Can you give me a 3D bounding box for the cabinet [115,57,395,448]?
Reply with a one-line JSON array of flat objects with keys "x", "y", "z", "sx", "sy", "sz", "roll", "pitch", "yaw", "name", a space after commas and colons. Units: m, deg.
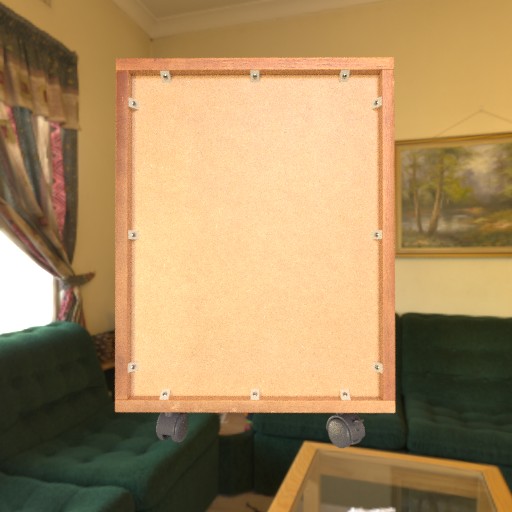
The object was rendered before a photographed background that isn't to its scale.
[{"x": 0.000, "y": 0.000, "z": 0.849, "sx": 0.409, "sy": 0.579, "sz": 0.401, "roll": 0, "pitch": -1, "yaw": 0, "name": "cabinet"}]
